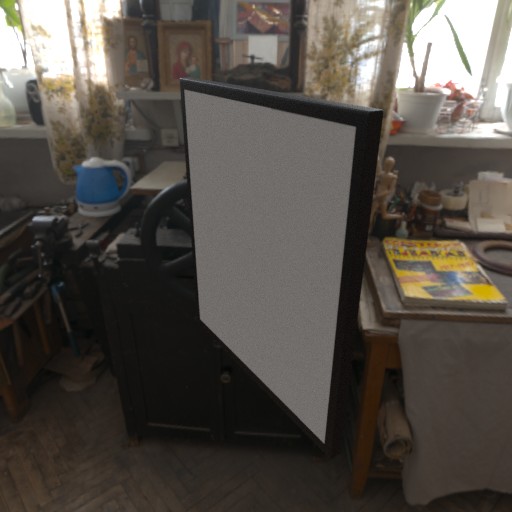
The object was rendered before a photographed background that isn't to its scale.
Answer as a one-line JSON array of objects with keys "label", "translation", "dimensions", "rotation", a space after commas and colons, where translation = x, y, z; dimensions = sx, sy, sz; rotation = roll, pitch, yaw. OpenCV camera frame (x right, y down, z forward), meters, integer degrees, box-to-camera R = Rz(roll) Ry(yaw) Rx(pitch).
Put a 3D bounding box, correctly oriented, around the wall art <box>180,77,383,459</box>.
[{"label": "wall art", "translation": [0.000, 0.000, 0.721], "dimensions": [0.021, 0.509, 0.430], "rotation": [-17, 32, -30]}]
